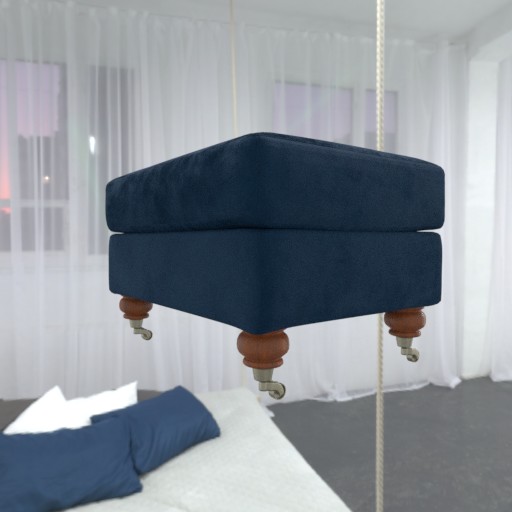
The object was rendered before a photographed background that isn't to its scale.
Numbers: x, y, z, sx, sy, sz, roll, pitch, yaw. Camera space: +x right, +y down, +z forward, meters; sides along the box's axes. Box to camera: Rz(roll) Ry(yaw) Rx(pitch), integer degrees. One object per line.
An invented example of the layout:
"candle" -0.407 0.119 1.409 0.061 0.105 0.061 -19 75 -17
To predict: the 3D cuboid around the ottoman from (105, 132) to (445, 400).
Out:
"ottoman" 0.000 0.000 1.164 0.572 0.503 0.773 -1 2 -36
